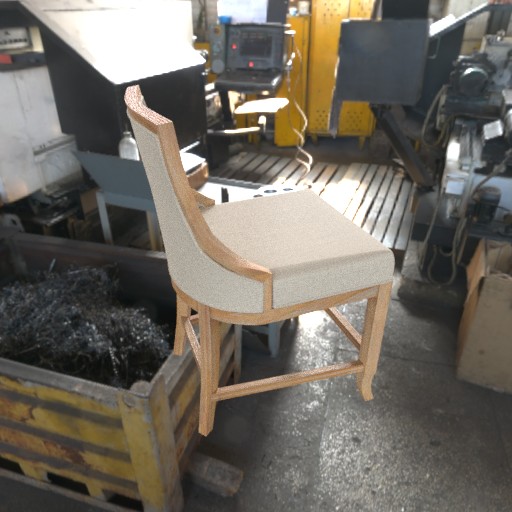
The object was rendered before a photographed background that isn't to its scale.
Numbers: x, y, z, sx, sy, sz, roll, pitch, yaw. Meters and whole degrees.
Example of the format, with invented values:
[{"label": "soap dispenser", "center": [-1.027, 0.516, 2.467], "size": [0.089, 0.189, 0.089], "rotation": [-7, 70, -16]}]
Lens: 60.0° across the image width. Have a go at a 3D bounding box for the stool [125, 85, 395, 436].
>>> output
[{"label": "stool", "center": [0.000, 0.000, 1.332], "size": [0.626, 0.938, 0.524], "rotation": [-11, 32, -18]}]
